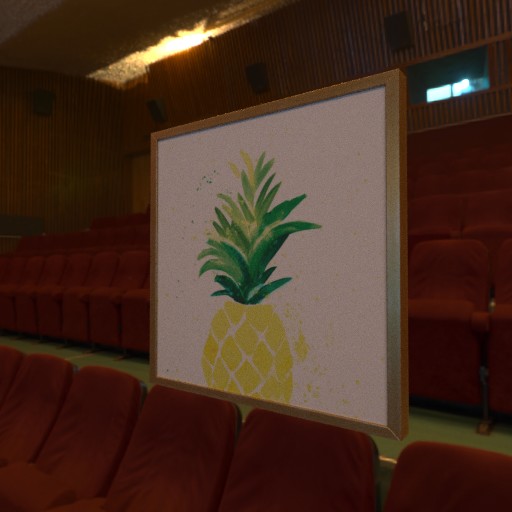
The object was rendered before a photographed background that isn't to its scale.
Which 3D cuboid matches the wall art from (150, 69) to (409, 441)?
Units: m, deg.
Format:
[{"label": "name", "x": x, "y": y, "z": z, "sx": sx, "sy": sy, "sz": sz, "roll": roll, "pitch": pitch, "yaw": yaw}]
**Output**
[{"label": "wall art", "x": 0.000, "y": 0.000, "z": 0.768, "sx": 0.510, "sy": 0.509, "sz": 0.033, "roll": -1, "pitch": -1, "yaw": 36}]
